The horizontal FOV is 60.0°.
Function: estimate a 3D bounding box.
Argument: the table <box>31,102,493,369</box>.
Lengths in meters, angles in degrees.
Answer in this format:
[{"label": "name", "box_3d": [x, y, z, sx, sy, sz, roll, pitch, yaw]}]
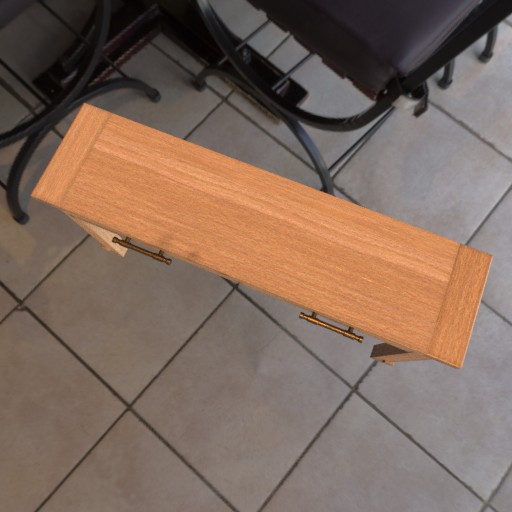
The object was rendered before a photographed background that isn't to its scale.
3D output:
[{"label": "table", "box_3d": [0.000, 0.000, 1.926, 1.599, 0.762, 0.442, 22, 76, 6]}]
